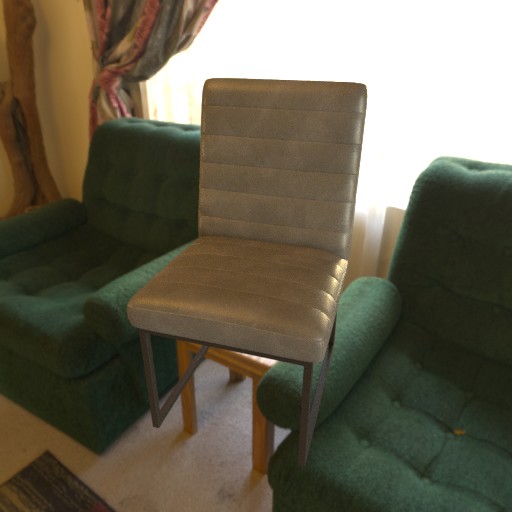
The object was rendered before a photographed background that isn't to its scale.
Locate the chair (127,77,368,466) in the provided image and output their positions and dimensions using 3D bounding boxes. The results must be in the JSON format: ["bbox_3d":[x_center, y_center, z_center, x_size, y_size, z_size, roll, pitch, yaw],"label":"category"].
[{"bbox_3d":[0.000,0.000,1.311,0.520,0.930,0.634,8,28,15],"label":"chair"}]
